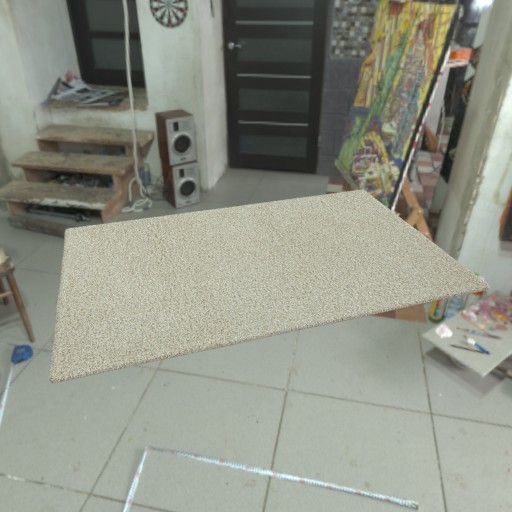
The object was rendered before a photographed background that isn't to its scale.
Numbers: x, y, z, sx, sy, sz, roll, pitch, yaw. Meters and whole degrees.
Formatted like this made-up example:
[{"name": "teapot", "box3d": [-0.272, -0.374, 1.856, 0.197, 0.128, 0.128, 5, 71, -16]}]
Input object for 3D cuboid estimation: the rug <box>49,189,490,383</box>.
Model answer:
[{"name": "rug", "box3d": [0.000, 0.000, 2.929, 2.438, 0.030, 1.524, -9, 33, -15]}]
